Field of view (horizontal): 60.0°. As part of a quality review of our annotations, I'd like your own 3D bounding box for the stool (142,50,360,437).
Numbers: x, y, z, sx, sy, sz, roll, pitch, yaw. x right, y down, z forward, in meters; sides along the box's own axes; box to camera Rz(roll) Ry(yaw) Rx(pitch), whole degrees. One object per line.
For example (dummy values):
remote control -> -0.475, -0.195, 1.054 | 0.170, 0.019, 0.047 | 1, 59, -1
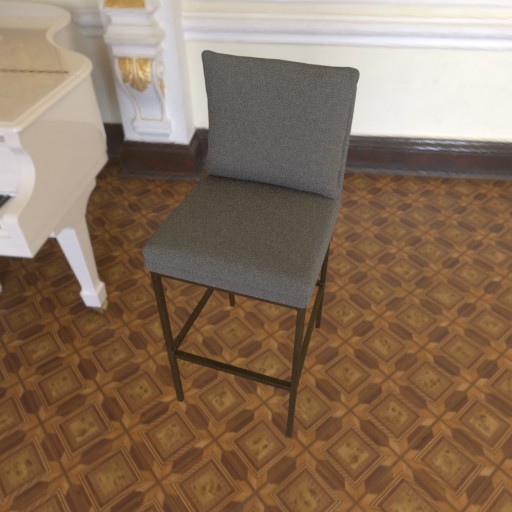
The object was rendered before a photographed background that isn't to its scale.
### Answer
stool -> 0.000, 0.000, 1.440 | 0.463, 1.132, 0.569 | 13, 43, 14
